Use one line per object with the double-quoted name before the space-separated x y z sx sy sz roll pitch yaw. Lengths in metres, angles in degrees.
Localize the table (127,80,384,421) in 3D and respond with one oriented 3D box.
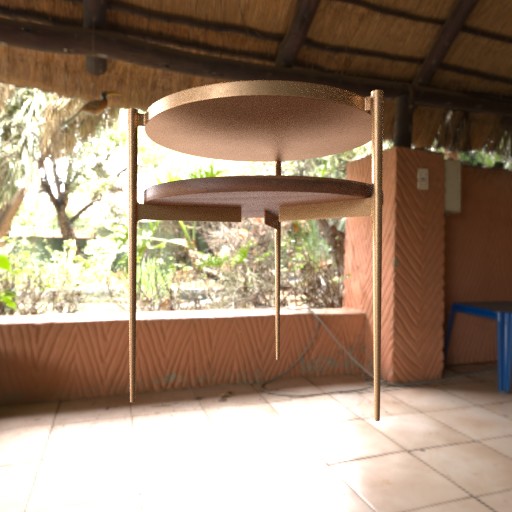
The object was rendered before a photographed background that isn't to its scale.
"table" 0.000 0.000 0.817 0.456 0.493 0.430 0 0 -19
